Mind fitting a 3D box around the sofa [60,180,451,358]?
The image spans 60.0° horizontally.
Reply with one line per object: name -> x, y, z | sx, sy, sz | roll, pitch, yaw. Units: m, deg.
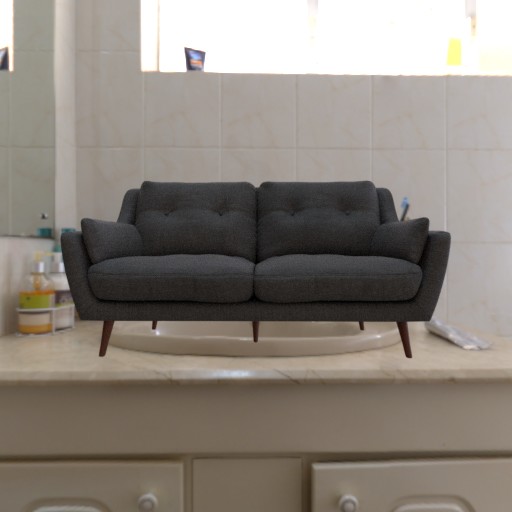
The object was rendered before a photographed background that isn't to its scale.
sofa -> 0.000, 0.000, 2.269 | 1.646, 0.887, 0.976 | 0, -1, 1
